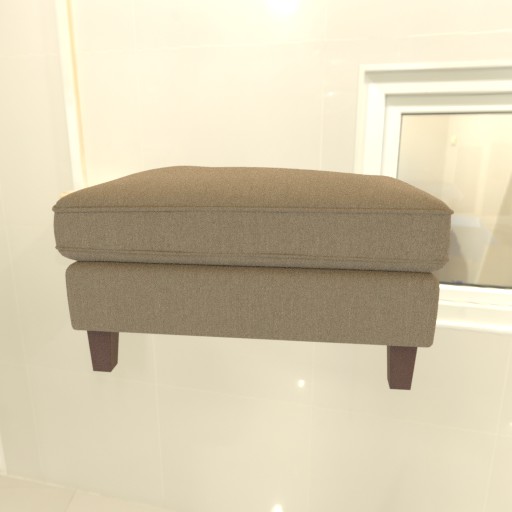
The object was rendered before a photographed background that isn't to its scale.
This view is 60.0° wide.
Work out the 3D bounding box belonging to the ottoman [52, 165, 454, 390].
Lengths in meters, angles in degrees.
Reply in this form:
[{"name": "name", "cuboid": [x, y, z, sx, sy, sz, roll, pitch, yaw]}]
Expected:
[{"name": "ottoman", "cuboid": [0.000, 0.000, 1.329, 0.945, 0.521, 0.636, 2, 15, 6]}]
